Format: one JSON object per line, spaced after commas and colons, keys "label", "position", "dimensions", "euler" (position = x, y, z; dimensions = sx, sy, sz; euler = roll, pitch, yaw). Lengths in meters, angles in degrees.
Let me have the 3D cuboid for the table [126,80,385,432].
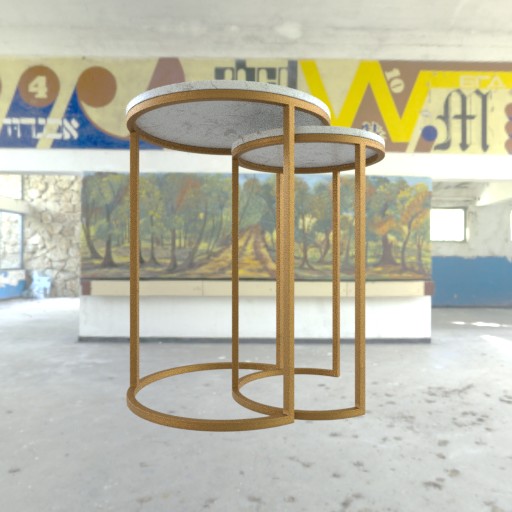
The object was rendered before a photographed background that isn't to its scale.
{"label": "table", "position": [0.000, 0.000, 0.892], "dimensions": [0.507, 0.550, 0.400], "euler": [0, 0, 0]}
